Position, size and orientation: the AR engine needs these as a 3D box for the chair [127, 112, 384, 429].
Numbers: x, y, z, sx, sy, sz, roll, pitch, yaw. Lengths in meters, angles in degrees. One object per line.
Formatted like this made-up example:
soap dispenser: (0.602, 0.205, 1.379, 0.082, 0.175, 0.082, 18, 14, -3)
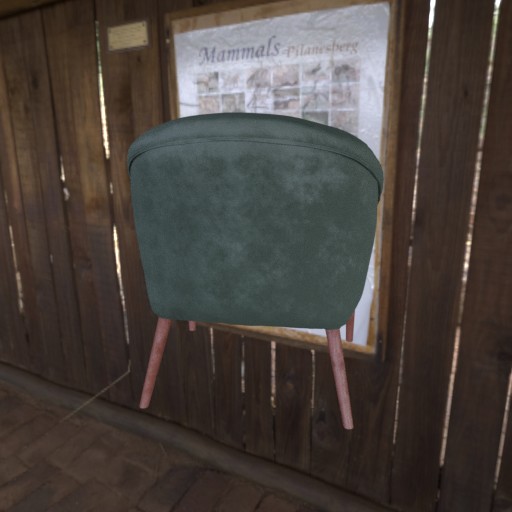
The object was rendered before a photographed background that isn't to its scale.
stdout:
chair: (0.000, 0.000, 1.496, 0.851, 0.885, 0.776, 2, 15, 9)
